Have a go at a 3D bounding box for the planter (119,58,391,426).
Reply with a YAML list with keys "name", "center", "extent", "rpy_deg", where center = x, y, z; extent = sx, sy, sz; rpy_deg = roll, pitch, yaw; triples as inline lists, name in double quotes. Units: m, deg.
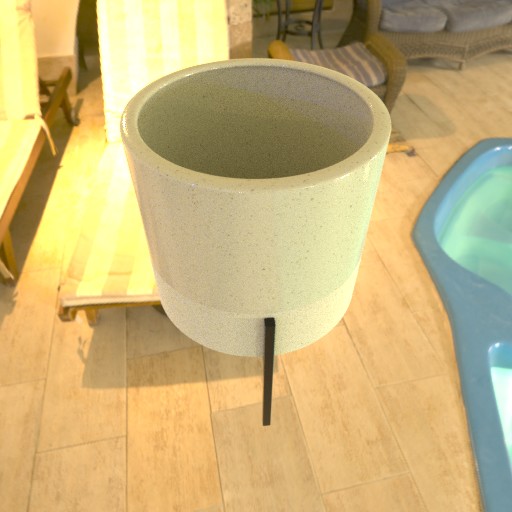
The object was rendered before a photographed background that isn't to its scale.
- name: "planter"
  center: [0.000, 0.000, 0.331]
  extent: [0.152, 0.230, 0.159]
  rpy_deg: [-4, 45, -4]
